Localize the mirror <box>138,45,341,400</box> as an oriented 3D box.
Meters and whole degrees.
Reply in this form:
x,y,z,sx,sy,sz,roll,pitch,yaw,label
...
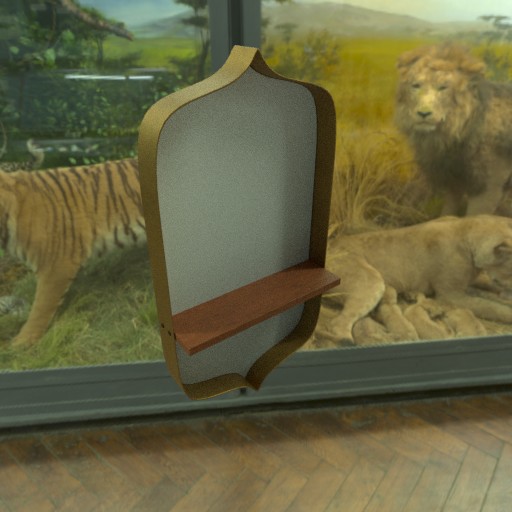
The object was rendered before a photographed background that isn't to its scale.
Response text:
x,y,z,sx,sy,sz,roll,pitch,yaw,label
0.000,0.000,0.719,0.323,0.613,0.096,-21,36,-31,mirror
